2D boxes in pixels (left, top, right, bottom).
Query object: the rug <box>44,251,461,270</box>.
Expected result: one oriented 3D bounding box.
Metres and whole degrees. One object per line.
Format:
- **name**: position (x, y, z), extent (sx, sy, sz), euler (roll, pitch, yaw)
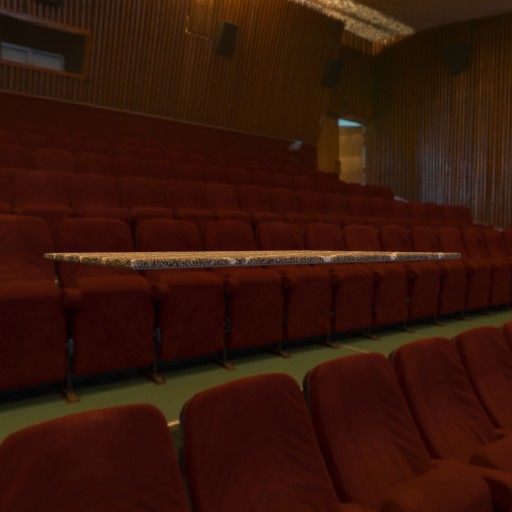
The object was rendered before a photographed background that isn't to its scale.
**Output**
- **rug**: position (0.000, 0.000, 2.281), extent (1.778, 0.030, 1.219), euler (-1, 2, -36)
